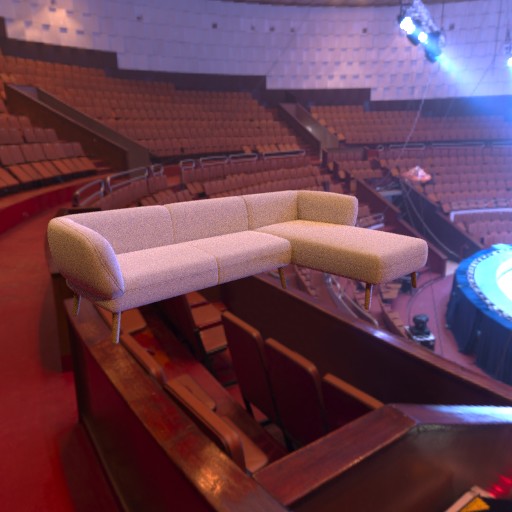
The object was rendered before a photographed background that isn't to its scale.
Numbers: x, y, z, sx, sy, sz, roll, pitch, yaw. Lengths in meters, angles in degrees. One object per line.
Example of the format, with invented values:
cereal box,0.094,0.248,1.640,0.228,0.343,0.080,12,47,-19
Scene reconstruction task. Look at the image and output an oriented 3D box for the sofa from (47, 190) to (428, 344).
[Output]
sofa,0.000,0.000,3.403,2.660,0.730,1.610,-13,20,-42
